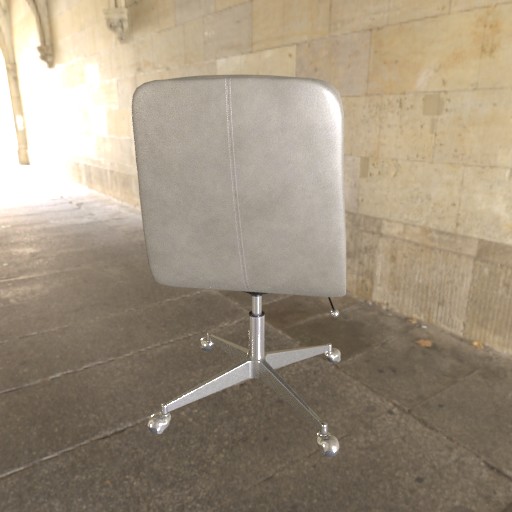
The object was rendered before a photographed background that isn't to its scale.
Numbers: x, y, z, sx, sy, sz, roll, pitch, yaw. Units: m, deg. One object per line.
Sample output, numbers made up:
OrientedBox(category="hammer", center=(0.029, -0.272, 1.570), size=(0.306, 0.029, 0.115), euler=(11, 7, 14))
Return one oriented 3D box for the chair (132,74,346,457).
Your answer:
OrientedBox(category="chair", center=(0.000, 0.000, 1.019), size=(0.422, 0.738, 0.485), euler=(3, 17, 10))
